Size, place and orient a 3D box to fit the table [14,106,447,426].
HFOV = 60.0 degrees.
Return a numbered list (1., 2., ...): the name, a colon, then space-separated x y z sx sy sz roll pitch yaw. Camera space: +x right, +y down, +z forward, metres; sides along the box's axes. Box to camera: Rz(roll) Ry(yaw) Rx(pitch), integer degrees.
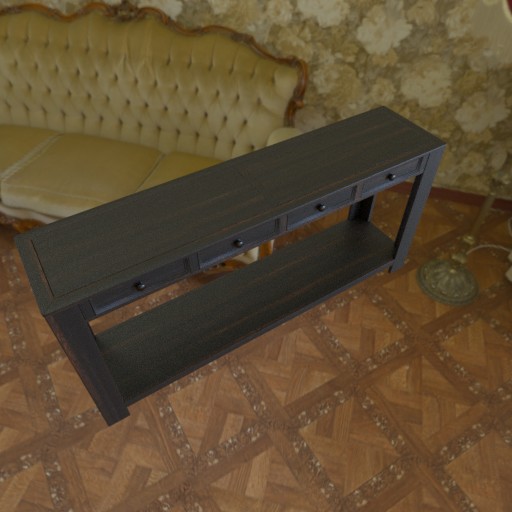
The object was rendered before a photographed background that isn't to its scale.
1. table: 0.000 0.000 1.907 1.631 0.762 0.384 -24 51 -21
